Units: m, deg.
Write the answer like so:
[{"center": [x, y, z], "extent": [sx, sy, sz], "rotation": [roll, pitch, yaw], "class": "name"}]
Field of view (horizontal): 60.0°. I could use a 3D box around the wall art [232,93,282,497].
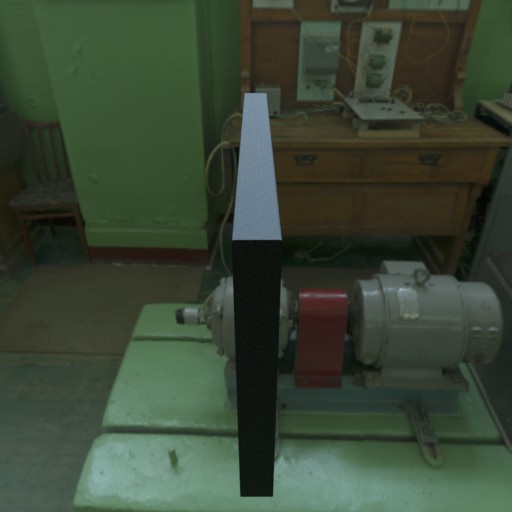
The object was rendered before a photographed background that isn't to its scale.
[{"center": [0.000, 0.000, 0.846], "extent": [0.051, 0.456, 0.671], "rotation": [0, 32, 0], "class": "wall art"}]
